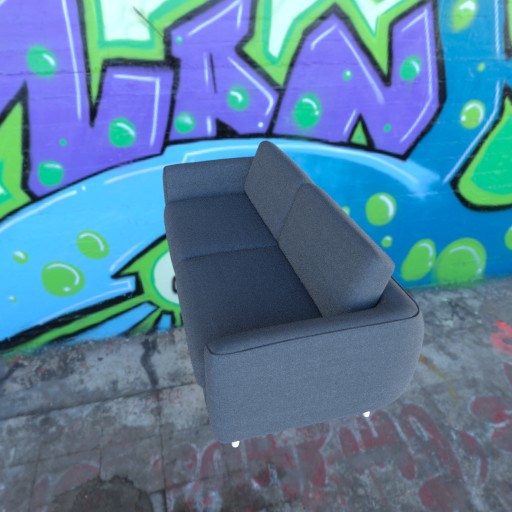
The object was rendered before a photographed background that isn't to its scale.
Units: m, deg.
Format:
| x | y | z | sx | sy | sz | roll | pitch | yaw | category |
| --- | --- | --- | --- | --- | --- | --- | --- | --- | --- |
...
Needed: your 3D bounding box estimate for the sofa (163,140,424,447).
| x | y | z | sx | sy | sz | roll | pitch | yaw | category |
| --- | --- | --- | --- | --- | --- | --- | --- | --- | --- |
| 0.000 | 0.000 | 2.475 | 0.920 | 0.850 | 2.000 | -8 | 32 | -13 | sofa |
